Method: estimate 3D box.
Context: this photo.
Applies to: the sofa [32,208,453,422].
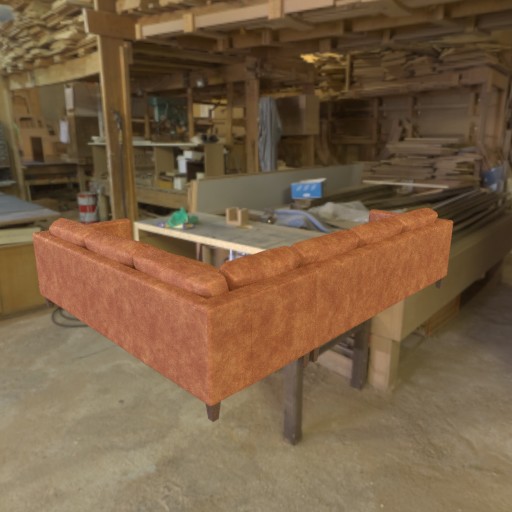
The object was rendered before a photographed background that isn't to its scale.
[{"bbox_3d":[0.000,0.000,4.210,2.438,0.838,3.167,15,22,43],"label":"sofa"}]
